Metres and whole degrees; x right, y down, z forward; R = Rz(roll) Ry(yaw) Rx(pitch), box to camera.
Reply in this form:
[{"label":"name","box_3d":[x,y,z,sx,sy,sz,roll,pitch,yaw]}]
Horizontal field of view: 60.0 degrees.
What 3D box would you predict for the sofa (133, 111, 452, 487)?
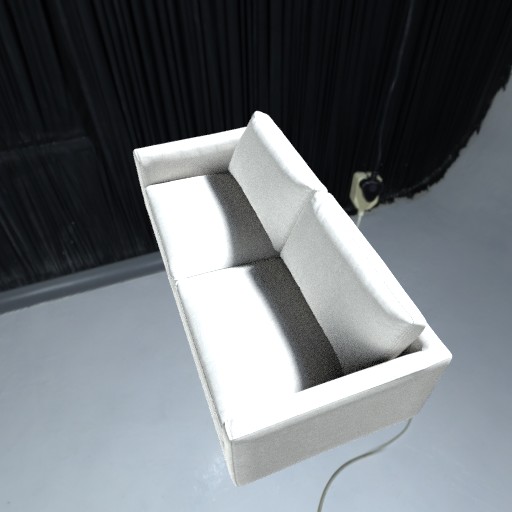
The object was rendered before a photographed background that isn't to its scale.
[{"label":"sofa","box_3d":[0.000,0.000,2.756,1.090,0.838,2.588,-15,48,-14]}]
